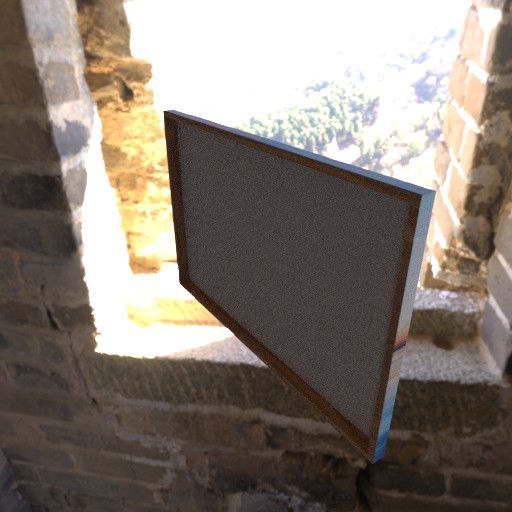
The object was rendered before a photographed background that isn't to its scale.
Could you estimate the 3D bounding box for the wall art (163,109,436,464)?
[{"bbox_3d":[0.000,0.000,1.144,0.037,0.605,0.911,-18,33,-31],"label":"wall art"}]
